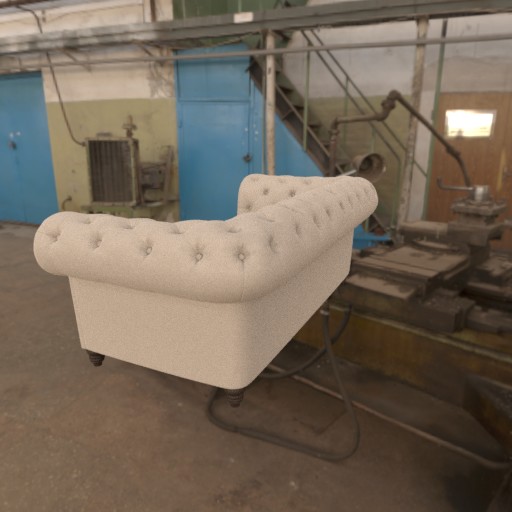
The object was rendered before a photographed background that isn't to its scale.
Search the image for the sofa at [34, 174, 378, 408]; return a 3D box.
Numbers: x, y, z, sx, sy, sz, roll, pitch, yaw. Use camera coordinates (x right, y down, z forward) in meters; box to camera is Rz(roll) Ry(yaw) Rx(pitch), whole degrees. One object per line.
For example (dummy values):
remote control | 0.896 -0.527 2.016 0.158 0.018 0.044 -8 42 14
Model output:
sofa | 0.000 0.000 2.427 0.986 0.764 1.998 8 18 25
